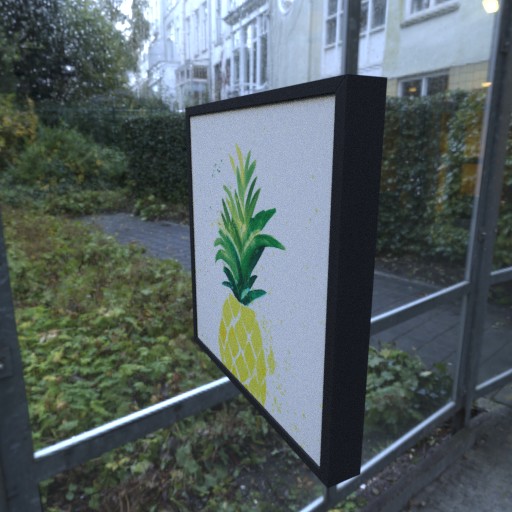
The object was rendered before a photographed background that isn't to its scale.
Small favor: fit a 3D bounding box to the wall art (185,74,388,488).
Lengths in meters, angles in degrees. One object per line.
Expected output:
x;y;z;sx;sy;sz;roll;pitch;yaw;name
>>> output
0.000;0.000;0.449;0.033;0.304;0.305;-7;16;-27;wall art
